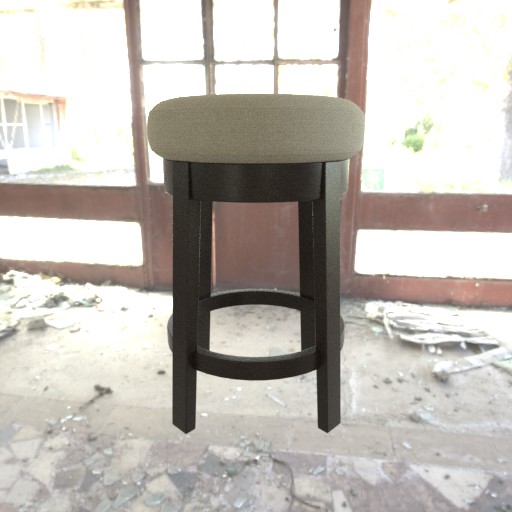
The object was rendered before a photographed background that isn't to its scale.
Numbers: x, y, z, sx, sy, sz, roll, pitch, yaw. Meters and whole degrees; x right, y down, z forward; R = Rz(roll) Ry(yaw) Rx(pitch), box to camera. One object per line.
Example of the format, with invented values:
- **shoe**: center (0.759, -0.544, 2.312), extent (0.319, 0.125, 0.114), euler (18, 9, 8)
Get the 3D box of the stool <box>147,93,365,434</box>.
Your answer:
- **stool**: center (0.000, 0.000, 0.970), extent (0.449, 0.655, 0.449), euler (0, 16, 0)
